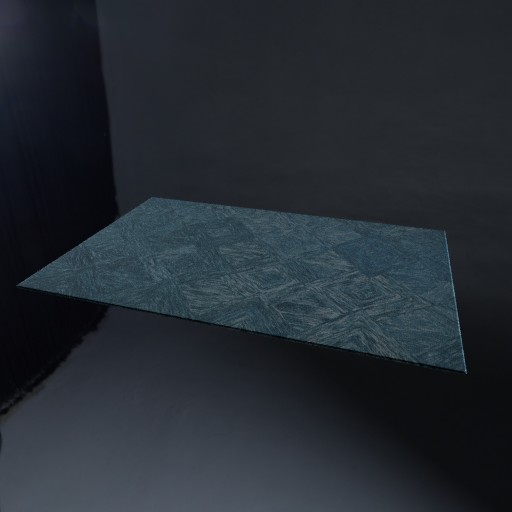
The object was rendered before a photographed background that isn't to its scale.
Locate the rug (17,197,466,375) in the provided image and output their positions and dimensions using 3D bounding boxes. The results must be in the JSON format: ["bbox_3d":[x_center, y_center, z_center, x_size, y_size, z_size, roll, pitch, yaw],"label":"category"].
[{"bbox_3d":[0.000,0.000,2.747,2.277,0.015,1.490,8,29,16],"label":"rug"}]
